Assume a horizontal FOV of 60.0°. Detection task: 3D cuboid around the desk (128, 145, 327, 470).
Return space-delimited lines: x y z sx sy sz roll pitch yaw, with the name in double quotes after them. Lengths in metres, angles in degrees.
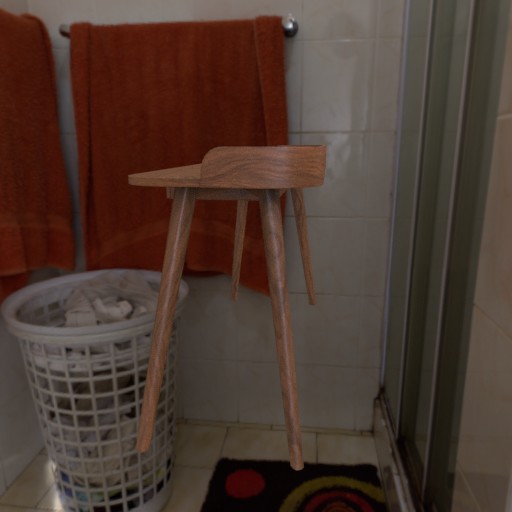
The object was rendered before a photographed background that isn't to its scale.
0.000 0.000 1.656 0.486 0.800 1.256 2 14 9 "desk"
